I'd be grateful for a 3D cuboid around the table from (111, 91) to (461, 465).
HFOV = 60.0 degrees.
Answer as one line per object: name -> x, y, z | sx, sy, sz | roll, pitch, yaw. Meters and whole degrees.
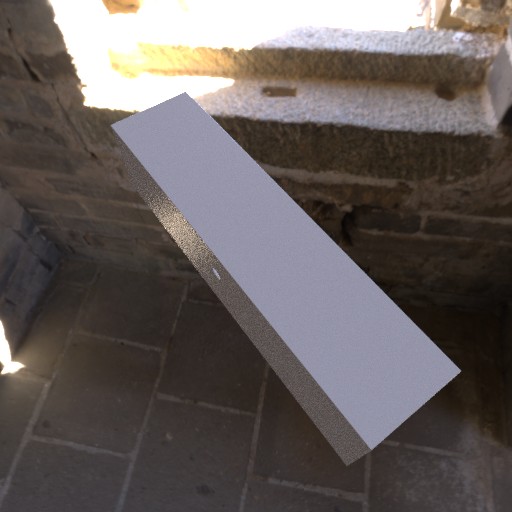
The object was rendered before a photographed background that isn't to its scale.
table -> 0.000, 0.000, 1.858 | 0.390, 0.420, 1.650 | -32, 64, -18
